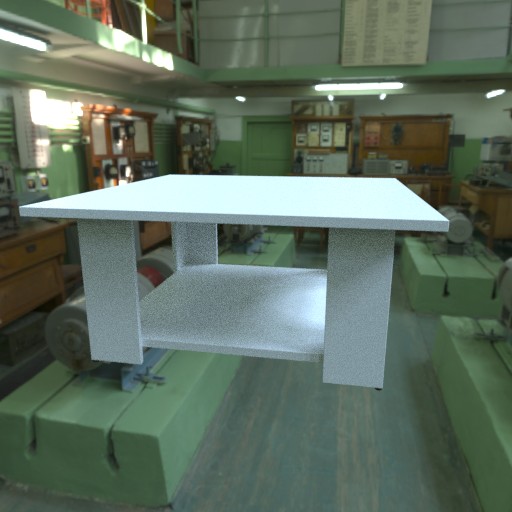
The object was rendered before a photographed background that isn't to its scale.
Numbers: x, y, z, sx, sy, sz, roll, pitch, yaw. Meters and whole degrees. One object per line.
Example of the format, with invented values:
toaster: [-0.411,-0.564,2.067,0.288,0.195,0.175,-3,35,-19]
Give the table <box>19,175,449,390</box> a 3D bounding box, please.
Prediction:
table: [0.000,0.000,1.029,0.670,0.305,0.670,3,15,10]
